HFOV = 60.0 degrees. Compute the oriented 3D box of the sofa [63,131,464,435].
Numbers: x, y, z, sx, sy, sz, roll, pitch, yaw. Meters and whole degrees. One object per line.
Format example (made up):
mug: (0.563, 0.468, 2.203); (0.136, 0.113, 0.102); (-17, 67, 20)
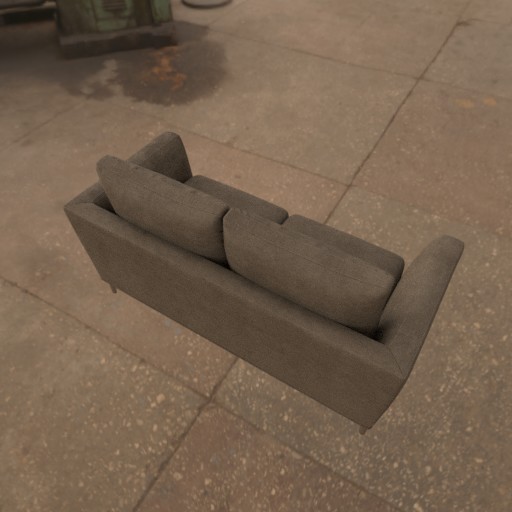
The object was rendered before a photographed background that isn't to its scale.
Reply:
sofa: (0.000, 0.000, 2.357); (1.832, 1.013, 0.855); (25, 52, 21)
